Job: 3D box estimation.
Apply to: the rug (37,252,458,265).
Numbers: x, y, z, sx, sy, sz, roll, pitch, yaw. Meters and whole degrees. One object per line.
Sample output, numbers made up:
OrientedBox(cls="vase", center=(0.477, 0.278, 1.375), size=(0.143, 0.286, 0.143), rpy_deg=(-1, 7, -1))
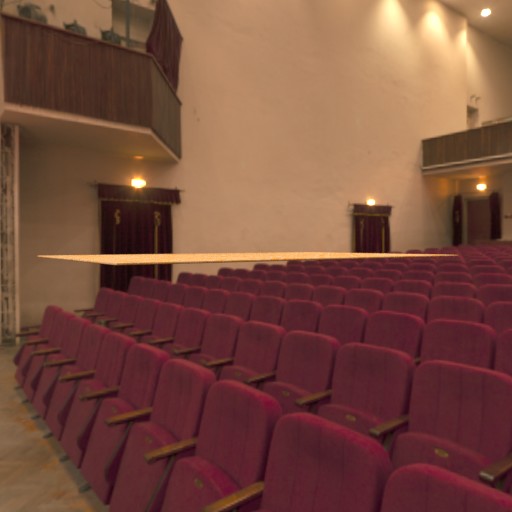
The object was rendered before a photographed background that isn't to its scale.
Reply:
OrientedBox(cls="rug", center=(0.000, 0.000, 2.988), size=(2.424, 0.010, 1.511), rpy_deg=(-1, 2, -37))
